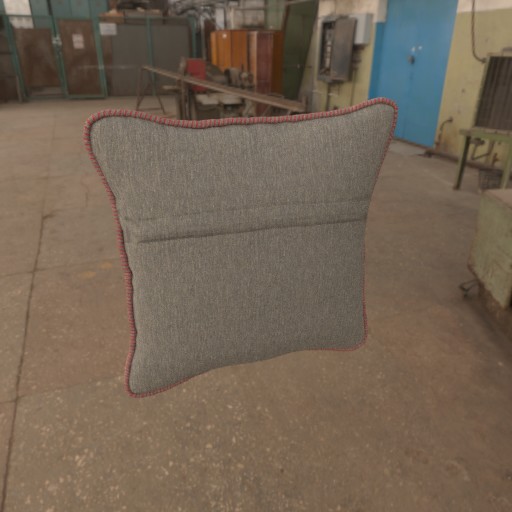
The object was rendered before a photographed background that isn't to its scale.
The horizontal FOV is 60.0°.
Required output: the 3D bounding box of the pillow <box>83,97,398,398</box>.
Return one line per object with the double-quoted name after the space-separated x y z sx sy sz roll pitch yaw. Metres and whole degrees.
0.000 0.000 0.745 0.482 0.491 0.124 -8 27 -17 "pillow"
